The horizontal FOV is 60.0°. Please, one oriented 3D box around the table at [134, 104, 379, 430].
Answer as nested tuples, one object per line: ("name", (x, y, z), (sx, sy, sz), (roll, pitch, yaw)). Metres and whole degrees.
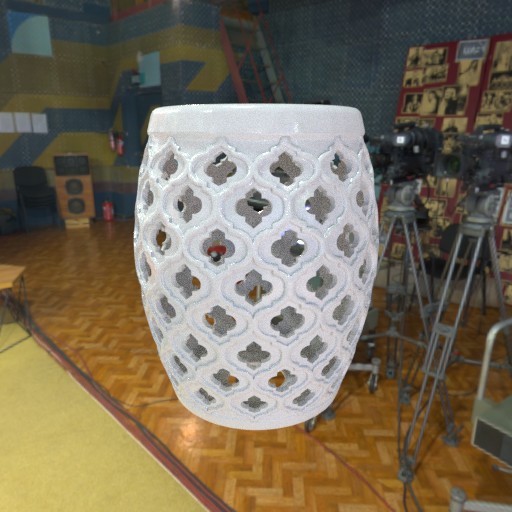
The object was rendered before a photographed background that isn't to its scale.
("table", (0.000, 0.000, 0.616), (0.325, 0.388, 0.325), (0, 16, 0))
